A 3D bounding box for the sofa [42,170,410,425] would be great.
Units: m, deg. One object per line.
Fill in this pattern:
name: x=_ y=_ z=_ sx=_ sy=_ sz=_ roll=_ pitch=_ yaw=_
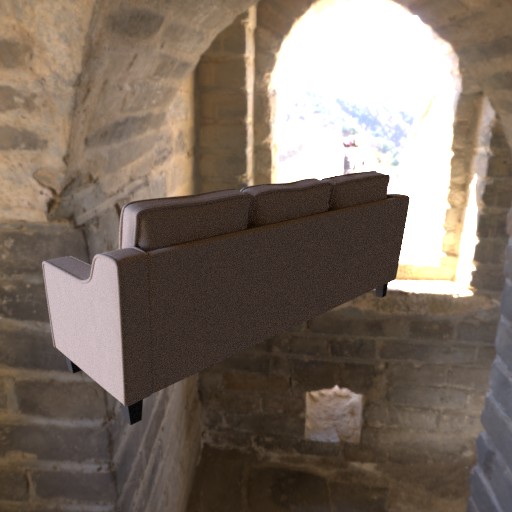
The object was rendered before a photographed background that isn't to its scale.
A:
sofa: x=0.000 y=0.000 z=2.586 sx=2.131 sy=0.902 sz=0.791 roll=-16 pitch=23 yaw=-43
